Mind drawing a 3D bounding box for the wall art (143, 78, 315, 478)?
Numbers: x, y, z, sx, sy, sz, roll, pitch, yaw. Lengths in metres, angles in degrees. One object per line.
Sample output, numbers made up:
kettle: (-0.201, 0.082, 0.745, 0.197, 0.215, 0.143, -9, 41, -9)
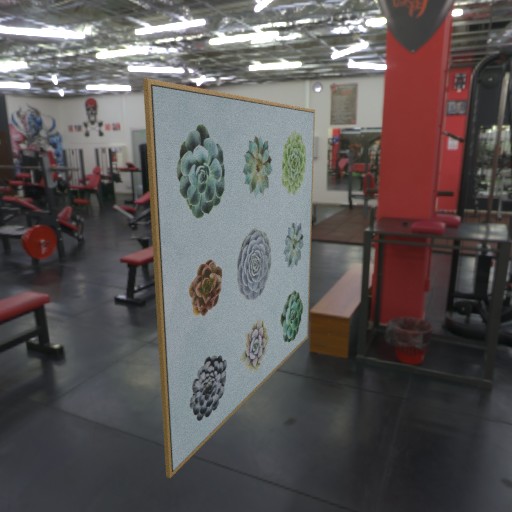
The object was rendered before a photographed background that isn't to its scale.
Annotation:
wall art: (0.000, 0.000, 1.432, 0.013, 0.959, 0.962, 7, 16, 27)
